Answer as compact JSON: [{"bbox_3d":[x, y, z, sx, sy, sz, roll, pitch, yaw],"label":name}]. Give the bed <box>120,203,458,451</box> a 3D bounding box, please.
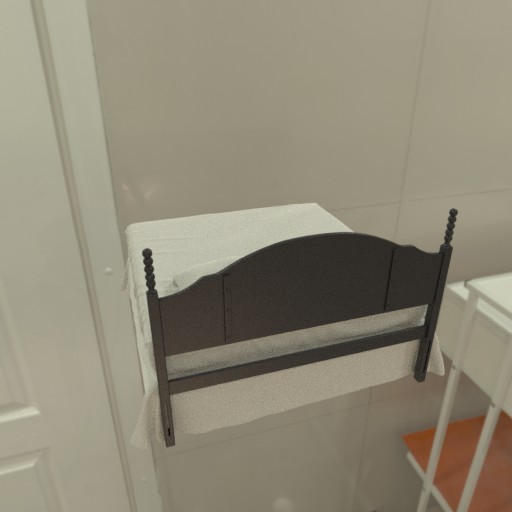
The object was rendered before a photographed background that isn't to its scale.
[{"bbox_3d":[0.000,0.000,3.675,2.322,1.355,2.219,-8,27,-16],"label":"bed"}]
